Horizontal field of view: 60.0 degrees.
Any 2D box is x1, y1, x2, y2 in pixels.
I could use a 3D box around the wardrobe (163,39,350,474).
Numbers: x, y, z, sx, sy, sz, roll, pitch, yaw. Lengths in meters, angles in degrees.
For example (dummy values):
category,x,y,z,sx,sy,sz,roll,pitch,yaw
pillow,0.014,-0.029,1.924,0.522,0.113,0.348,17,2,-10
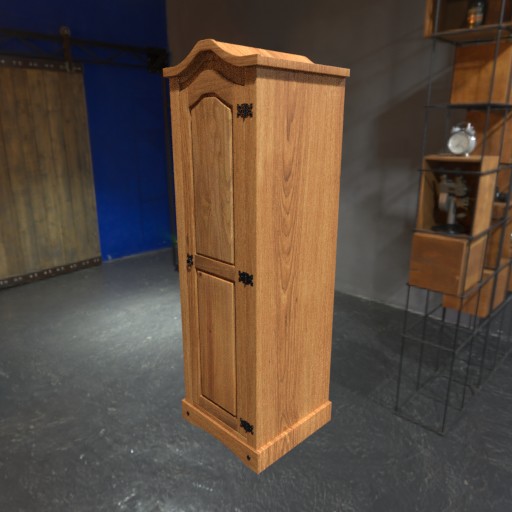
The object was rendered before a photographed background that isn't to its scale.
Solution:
category,x,y,z,sx,sy,sz,roll,pitch,yaw
wardrobe,0.000,0.000,2.180,0.570,1.870,0.590,-16,22,-43
